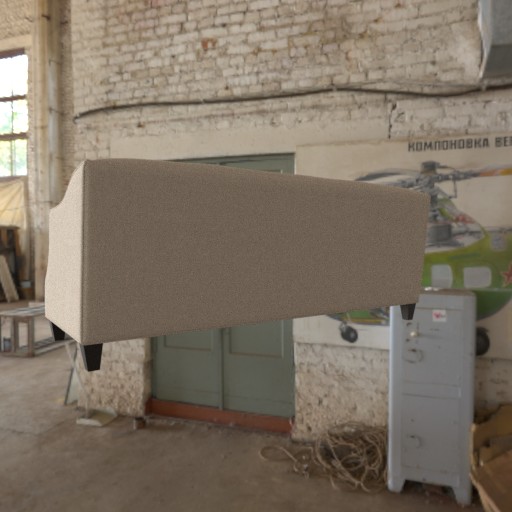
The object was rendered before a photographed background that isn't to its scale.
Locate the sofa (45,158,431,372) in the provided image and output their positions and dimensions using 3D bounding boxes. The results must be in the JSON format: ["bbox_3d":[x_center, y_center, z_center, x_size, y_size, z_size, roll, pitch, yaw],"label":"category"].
[{"bbox_3d":[0.000,0.000,2.712,2.235,0.901,0.914,-1,2,-35],"label":"sofa"}]
